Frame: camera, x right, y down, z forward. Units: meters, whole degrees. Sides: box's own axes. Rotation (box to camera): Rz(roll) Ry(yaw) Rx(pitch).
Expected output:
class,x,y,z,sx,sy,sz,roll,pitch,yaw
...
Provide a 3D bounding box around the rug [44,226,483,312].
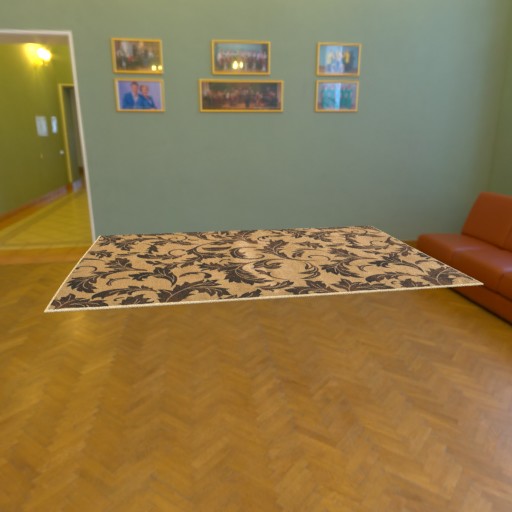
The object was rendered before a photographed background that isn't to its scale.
class,x,y,z,sx,sy,sz,roll,pitch,yaw
rug,0.000,0.000,2.962,2.284,0.008,1.522,-3,17,-9
